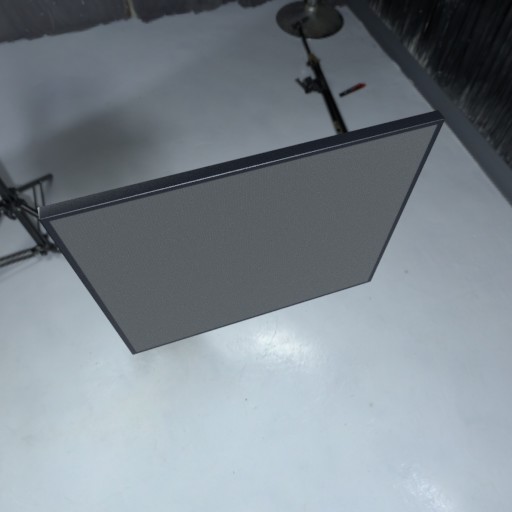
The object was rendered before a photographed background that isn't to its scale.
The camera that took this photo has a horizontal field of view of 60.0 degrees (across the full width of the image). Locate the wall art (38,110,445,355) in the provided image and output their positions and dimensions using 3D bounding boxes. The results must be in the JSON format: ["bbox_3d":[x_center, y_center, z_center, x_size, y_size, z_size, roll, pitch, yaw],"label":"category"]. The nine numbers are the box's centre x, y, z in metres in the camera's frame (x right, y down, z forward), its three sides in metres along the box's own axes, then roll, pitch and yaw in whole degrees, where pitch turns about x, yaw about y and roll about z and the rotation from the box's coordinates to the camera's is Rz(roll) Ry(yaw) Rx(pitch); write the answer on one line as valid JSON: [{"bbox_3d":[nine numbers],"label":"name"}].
[{"bbox_3d":[0.000,0.000,0.736,0.521,0.450,0.018,-16,59,-10],"label":"wall art"}]
